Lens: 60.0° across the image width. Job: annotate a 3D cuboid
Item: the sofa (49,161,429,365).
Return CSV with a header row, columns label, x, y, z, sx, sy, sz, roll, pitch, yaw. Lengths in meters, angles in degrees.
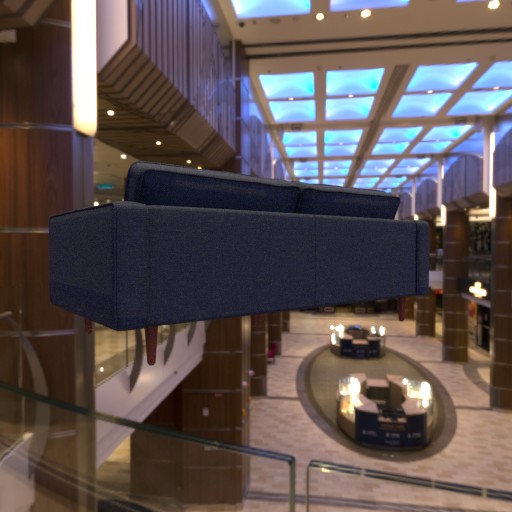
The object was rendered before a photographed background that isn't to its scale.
label,x,y,z,sx,sy,sz,roll,pitch,yaw
sofa,0.000,0.000,2.374,1.880,0.762,0.914,-1,2,-38
